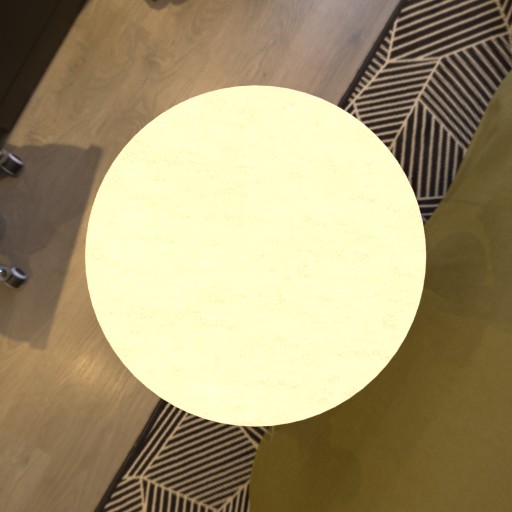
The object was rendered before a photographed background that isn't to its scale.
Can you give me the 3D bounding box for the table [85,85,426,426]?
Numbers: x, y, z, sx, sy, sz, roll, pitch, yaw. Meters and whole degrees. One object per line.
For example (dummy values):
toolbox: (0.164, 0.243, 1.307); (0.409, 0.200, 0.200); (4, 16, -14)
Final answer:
table: (0.000, 0.000, 1.390); (0.889, 0.470, 0.889); (0, 90, 1)
